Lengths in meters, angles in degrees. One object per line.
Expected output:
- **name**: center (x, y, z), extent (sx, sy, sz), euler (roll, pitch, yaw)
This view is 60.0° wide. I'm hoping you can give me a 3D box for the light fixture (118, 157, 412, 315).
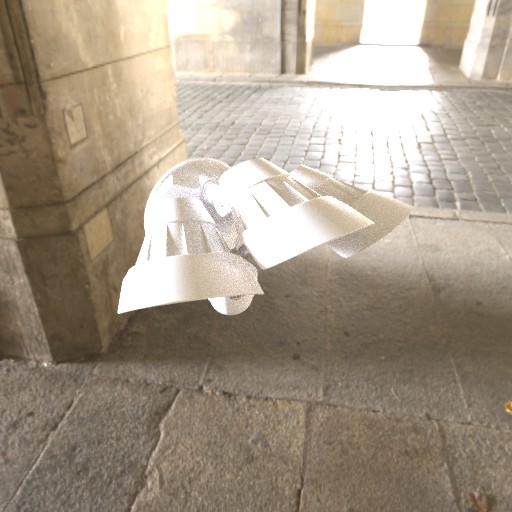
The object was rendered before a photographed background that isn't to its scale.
- **light fixture**: center (0.000, 0.000, 0.531), extent (0.369, 0.237, 0.278), euler (-20, 36, -30)
